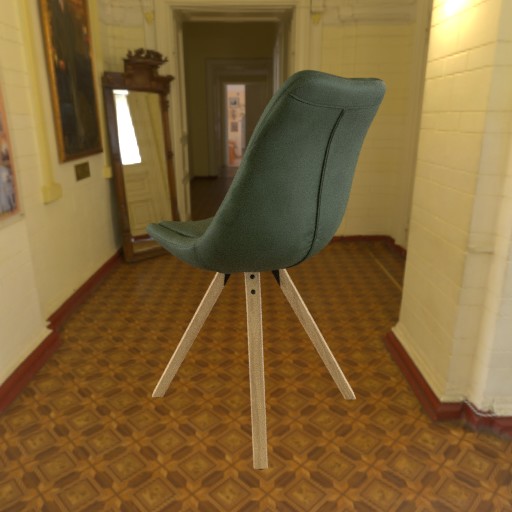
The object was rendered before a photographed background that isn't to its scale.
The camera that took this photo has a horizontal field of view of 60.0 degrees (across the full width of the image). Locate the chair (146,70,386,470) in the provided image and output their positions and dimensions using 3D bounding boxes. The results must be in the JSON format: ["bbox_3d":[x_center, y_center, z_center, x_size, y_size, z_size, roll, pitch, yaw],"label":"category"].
[{"bbox_3d":[0.000,0.000,1.177,0.547,0.865,0.483,16,23,42],"label":"chair"}]
